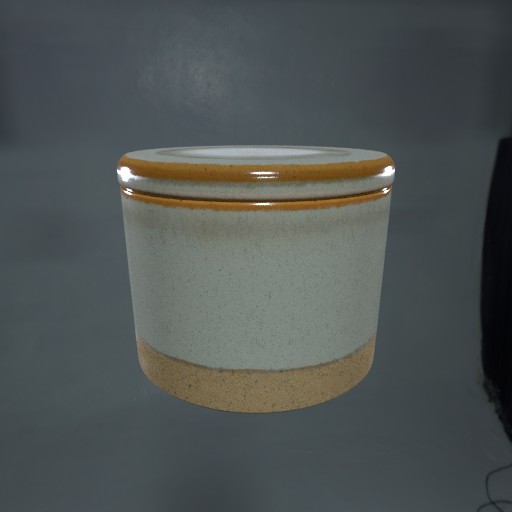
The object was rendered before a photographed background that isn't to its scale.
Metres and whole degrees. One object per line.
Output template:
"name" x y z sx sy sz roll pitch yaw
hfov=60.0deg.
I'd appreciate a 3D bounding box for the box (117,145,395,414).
"box" 0.000 0.000 0.218 0.123 0.100 0.123 0 17 0
